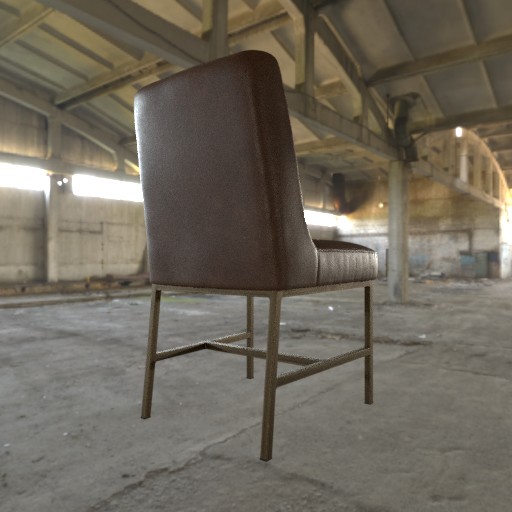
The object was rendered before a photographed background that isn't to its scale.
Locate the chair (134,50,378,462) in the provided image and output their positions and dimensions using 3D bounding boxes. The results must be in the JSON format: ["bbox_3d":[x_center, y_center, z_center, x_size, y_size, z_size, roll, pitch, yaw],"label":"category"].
[{"bbox_3d":[0.000,0.000,1.276,0.508,0.889,0.587,0,0,38],"label":"chair"}]
